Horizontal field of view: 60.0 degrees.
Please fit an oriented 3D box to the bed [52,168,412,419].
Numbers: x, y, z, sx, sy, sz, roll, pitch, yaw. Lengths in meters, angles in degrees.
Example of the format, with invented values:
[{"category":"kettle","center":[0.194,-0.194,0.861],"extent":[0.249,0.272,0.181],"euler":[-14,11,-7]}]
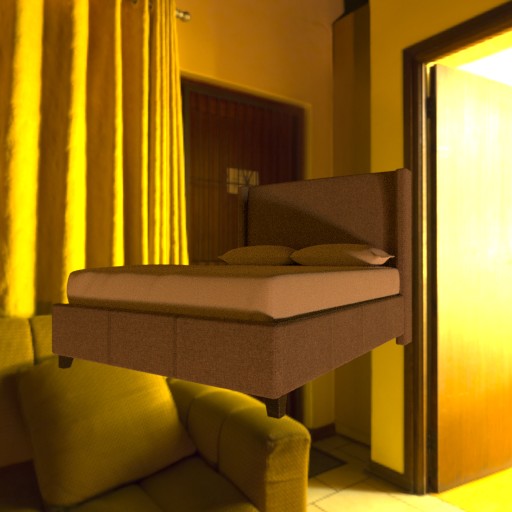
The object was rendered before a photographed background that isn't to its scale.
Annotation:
[{"category":"bed","center":[0.000,0.000,3.341],"extent":[1.714,1.481,2.245],"euler":[0,-1,34]}]
